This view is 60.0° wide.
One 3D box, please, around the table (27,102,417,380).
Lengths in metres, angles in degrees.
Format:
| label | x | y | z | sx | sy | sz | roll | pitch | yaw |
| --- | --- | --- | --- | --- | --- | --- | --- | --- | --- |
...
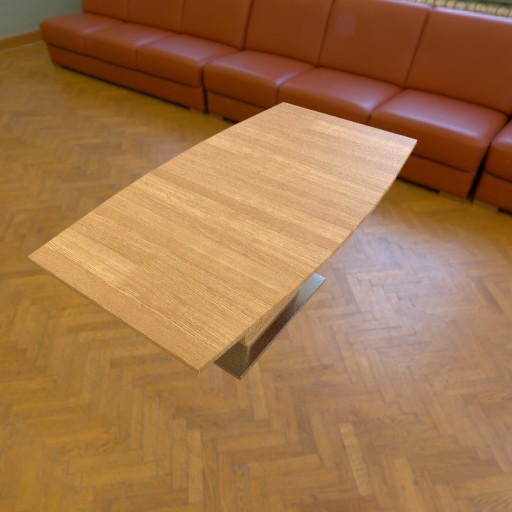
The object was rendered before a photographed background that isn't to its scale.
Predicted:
| label | x | y | z | sx | sy | sz | roll | pitch | yaw |
| --- | --- | --- | --- | --- | --- | --- | --- | --- | --- |
| table | 0.000 | 0.000 | 2.075 | 0.900 | 0.748 | 1.598 | 26 | 48 | 26 |
